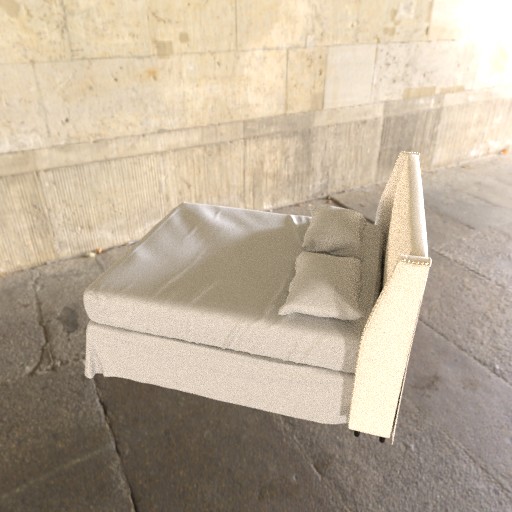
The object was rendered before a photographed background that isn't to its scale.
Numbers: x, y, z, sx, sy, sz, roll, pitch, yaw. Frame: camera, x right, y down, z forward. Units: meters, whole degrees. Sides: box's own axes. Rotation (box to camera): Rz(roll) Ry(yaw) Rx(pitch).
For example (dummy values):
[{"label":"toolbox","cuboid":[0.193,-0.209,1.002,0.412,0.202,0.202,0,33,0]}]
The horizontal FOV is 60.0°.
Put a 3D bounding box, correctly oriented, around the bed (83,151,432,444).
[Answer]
[{"label":"bed","cuboid":[0.000,0.000,3.448,2.276,1.332,1.925,8,31,14]}]
